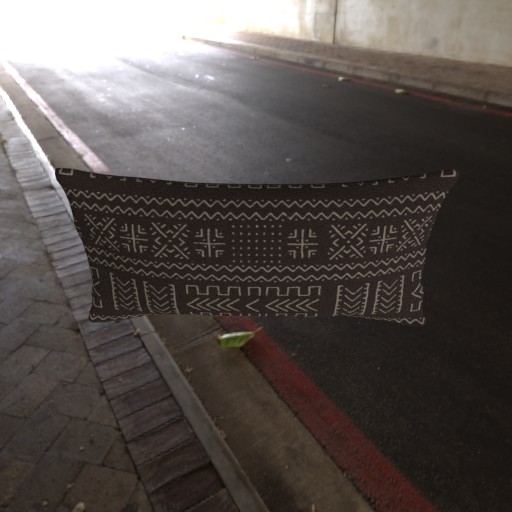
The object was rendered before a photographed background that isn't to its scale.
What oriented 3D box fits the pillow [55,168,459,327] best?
[{"bbox_3d":[0.000,0.000,0.791,0.667,0.322,0.135,1,31,1],"label":"pillow"}]
